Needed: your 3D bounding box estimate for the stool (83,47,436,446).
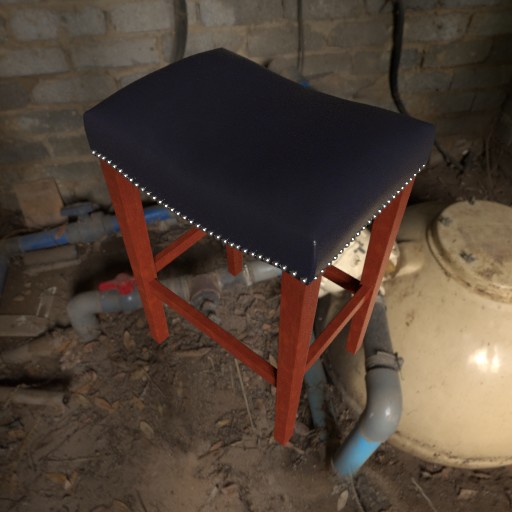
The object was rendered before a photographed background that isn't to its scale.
[{"bbox_3d":[0.000,0.000,1.006,0.504,0.742,0.372,32,55,26],"label":"stool"}]
